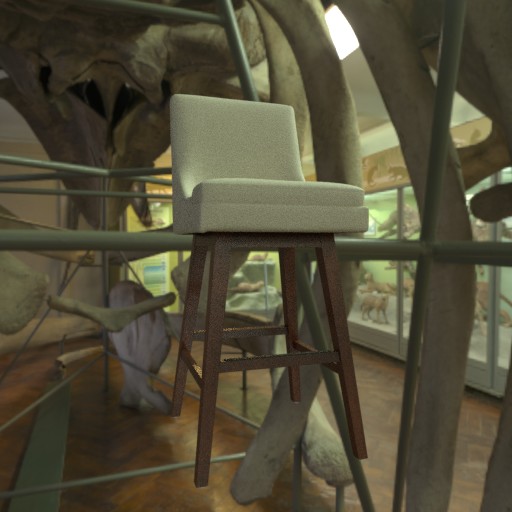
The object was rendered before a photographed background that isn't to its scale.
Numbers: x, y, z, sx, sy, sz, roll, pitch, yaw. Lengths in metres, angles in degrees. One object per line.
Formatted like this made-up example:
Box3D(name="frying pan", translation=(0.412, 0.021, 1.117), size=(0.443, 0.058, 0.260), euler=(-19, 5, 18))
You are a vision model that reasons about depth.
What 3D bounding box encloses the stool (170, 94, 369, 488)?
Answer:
Box3D(name="stool", translation=(0.000, 0.000, 1.357), size=(0.470, 1.097, 0.559), euler=(-1, 2, -18))
